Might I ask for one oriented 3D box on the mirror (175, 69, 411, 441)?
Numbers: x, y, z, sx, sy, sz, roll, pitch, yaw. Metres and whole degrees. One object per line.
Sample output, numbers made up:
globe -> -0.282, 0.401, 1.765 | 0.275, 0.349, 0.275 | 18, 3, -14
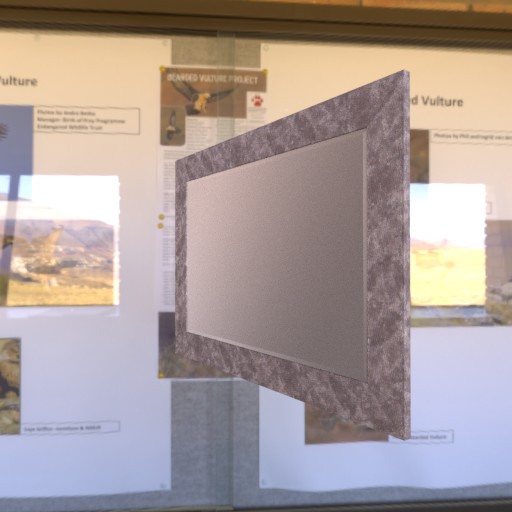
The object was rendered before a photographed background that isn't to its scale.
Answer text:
mirror -> 0.000, 0.000, 1.399 | 0.022, 0.795, 1.101 | 0, 0, -36
